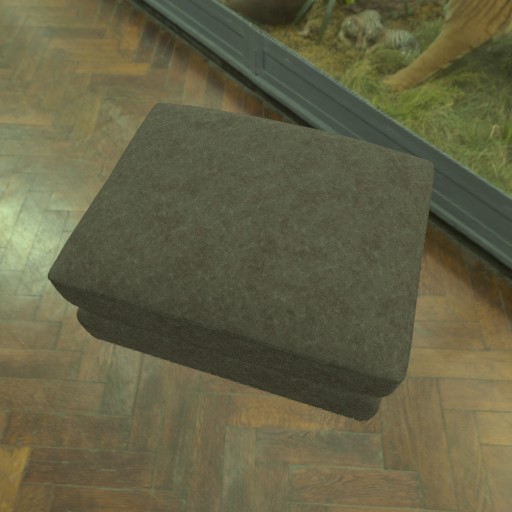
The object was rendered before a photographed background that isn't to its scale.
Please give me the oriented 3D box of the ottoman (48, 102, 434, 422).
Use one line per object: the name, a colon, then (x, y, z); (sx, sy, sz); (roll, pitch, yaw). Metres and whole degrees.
ottoman: (0.000, 0.000, 1.137); (0.741, 0.513, 0.584); (15, 60, 9)
